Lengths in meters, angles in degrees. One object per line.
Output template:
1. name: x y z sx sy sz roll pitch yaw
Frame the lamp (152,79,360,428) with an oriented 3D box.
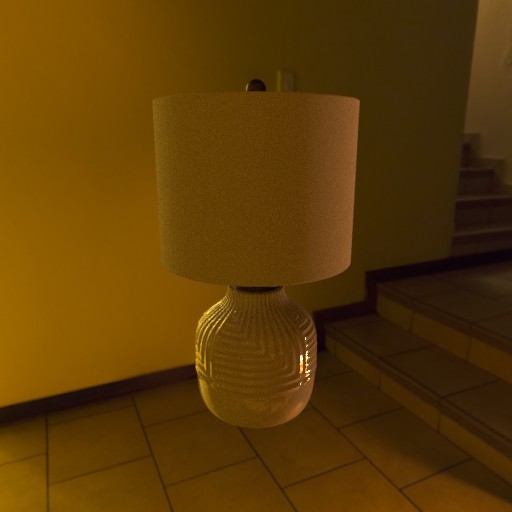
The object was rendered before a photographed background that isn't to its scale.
1. lamp: 0.000 0.000 0.759 0.318 0.567 0.318 0 15 0
